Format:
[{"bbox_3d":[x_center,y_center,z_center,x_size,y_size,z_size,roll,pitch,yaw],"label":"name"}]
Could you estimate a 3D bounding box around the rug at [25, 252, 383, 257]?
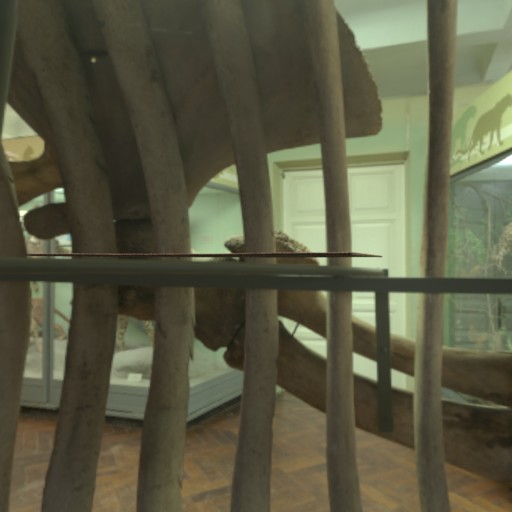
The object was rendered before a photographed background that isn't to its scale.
[{"bbox_3d":[0.000,0.000,2.215,1.139,0.011,1.747,0,0,19],"label":"rug"}]
